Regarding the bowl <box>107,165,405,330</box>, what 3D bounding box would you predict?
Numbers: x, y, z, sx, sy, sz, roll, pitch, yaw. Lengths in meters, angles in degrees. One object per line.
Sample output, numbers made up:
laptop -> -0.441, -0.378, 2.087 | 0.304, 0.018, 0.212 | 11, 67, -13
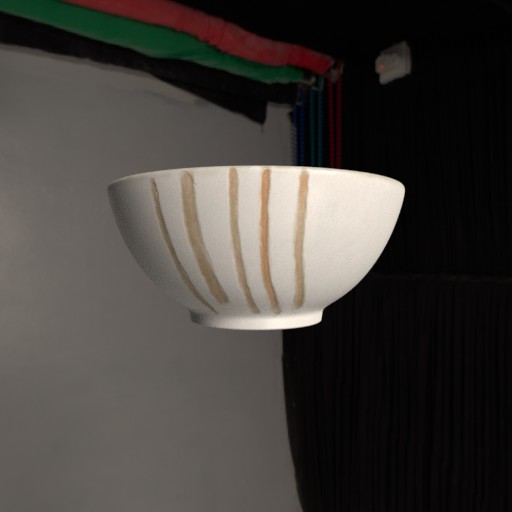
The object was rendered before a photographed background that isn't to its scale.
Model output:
bowl -> 0.000, 0.000, 0.422 | 0.268, 0.121, 0.268 | 0, 1, 0
